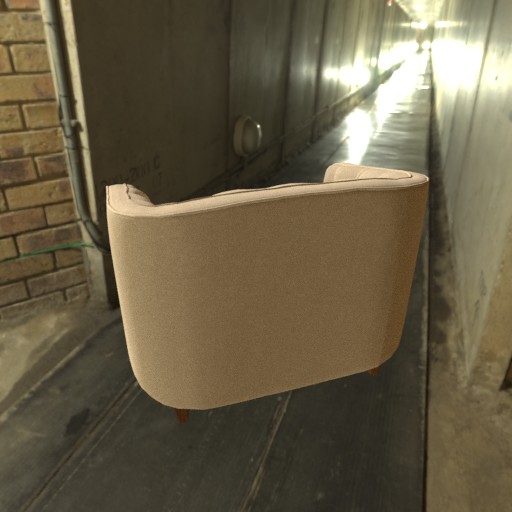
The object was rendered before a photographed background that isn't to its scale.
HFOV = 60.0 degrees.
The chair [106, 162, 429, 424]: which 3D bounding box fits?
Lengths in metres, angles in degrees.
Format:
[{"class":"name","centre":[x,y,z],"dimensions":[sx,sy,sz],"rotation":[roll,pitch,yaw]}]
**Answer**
[{"class":"chair","centre":[0.000,0.000,1.807],"dimensions":[1.104,0.852,0.941],"rotation":[-9,29,-16]}]
